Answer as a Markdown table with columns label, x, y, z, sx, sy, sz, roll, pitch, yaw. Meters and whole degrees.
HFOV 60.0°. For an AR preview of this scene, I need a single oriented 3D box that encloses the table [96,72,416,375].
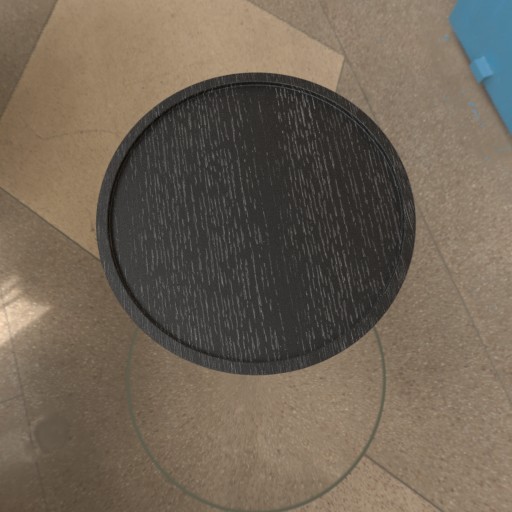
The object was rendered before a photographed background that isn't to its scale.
| label | x | y | z | sx | sy | sz | roll | pitch | yaw |
| --- | --- | --- | --- | --- | --- | --- | --- | --- | --- |
| table | 0.000 | 0.000 | 0.777 | 0.399 | 0.460 | 0.399 | 0 | 76 | 0 |
